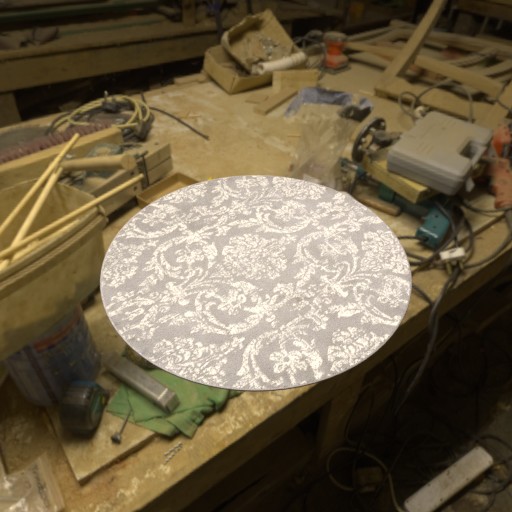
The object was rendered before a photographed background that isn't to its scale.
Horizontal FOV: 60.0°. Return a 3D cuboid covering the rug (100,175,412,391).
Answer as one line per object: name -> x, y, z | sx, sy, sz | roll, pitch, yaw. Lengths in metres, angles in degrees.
rug -> 0.000, 0.000, 2.338 | 1.593, 0.012, 1.593 | 0, 42, 0
